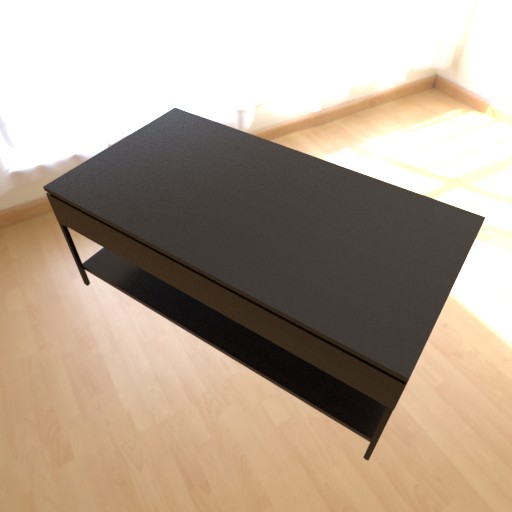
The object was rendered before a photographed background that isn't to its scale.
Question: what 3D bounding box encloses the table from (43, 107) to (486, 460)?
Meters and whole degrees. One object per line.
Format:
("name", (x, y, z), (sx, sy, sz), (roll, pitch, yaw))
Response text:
("table", (0.000, 0.000, 1.386), (1.095, 0.435, 0.574), (26, 51, 23))
